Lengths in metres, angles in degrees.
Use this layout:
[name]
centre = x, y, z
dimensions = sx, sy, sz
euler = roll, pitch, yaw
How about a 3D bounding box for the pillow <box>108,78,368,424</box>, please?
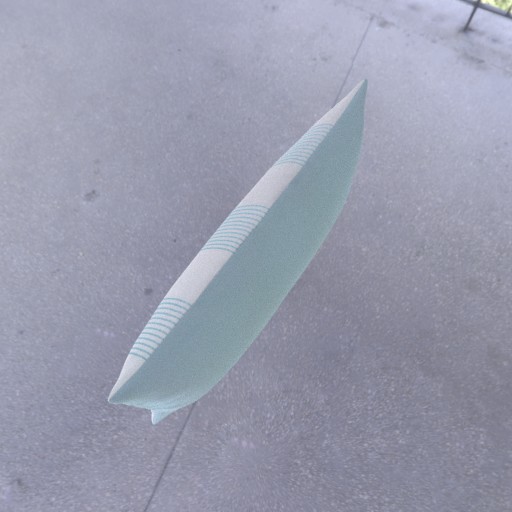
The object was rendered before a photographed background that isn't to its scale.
[pillow]
centre = 0.000, 0.000, 0.734
dimensions = 0.151, 0.287, 0.610
euler = 32, 69, 14
